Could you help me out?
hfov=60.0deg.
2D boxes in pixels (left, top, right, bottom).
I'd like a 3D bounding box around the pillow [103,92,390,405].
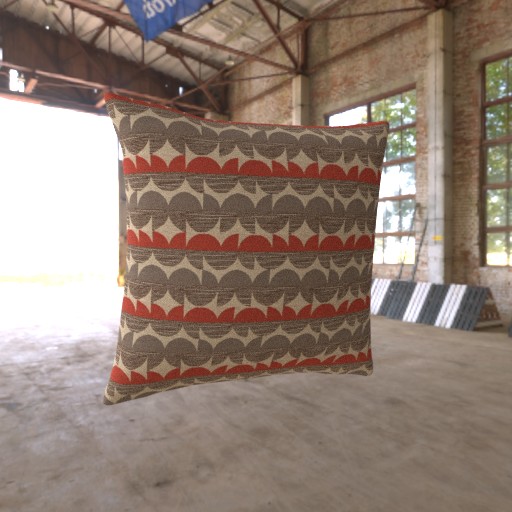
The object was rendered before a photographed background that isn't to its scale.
[{"bbox_3d":[0.000,0.000,0.640,0.420,0.410,0.180,0,0,-17],"label":"pillow"}]
